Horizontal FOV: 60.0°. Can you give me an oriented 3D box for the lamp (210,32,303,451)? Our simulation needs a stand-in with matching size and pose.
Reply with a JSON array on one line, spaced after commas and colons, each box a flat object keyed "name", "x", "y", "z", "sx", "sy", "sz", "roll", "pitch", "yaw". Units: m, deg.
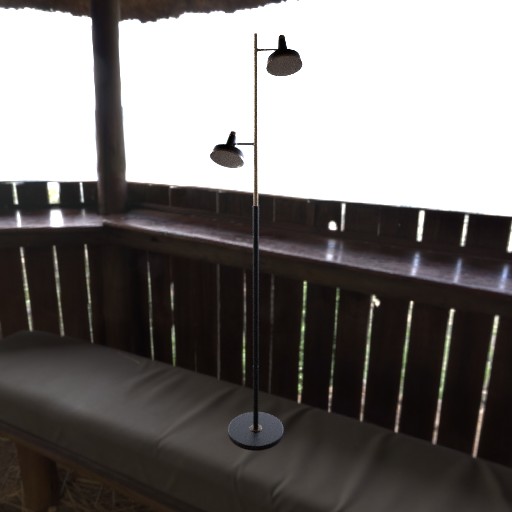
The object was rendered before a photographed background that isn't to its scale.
[{"name": "lamp", "x": 0.000, "y": 0.000, "z": 1.822, "sx": 0.351, "sy": 1.674, "sz": 0.253, "roll": 2, "pitch": 15, "yaw": 9}]
